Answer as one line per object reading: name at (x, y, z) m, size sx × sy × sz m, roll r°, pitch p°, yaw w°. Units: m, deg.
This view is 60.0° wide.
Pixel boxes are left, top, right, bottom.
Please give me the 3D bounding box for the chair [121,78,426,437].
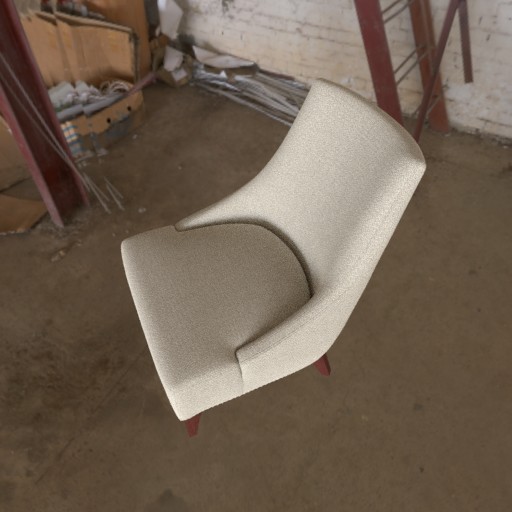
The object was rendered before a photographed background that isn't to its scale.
chair at (0.000, 0.000, 1.529) m, size 0.861 × 0.909 × 0.701 m, roll -18°, pitch 49°, yaw -16°
